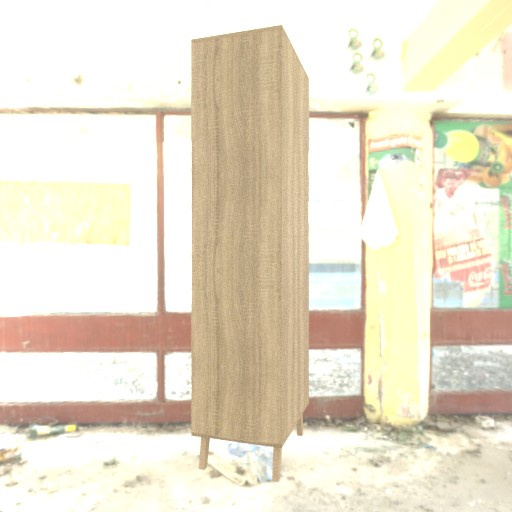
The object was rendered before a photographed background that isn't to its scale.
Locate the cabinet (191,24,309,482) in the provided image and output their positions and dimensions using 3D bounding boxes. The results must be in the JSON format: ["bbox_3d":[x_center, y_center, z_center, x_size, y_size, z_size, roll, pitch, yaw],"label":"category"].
[{"bbox_3d":[0.000,0.000,2.105,0.400,1.850,0.570,0,0,18],"label":"cabinet"}]
